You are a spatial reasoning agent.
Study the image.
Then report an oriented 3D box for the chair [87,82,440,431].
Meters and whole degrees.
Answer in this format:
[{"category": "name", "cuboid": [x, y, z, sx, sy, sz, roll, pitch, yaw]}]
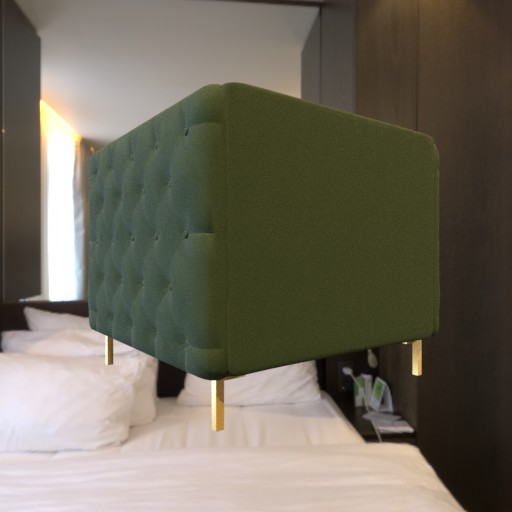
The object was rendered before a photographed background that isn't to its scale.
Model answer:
[{"category": "chair", "cuboid": [0.000, 0.000, 1.505, 0.917, 0.768, 0.855, 0, 0, -37]}]
